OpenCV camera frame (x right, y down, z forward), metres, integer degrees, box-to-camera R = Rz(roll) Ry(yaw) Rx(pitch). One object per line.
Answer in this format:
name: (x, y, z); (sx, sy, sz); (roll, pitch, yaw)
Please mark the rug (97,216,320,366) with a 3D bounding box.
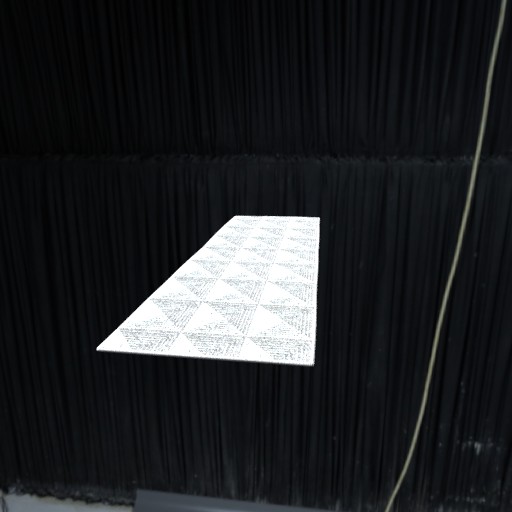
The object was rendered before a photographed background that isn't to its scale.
rug: (0.000, 0.000, 2.307); (0.645, 0.015, 2.182); (2, 16, 8)
